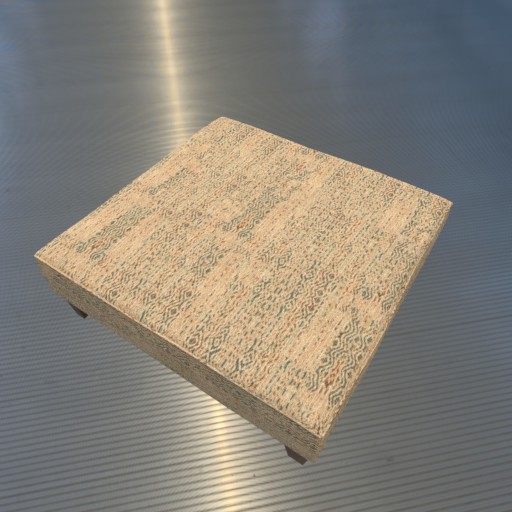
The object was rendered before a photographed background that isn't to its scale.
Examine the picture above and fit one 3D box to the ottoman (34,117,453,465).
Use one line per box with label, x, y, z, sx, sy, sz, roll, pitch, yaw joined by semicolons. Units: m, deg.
ottoman;0.000;0.000;1.533;1.004;0.356;0.968;26;53;22
